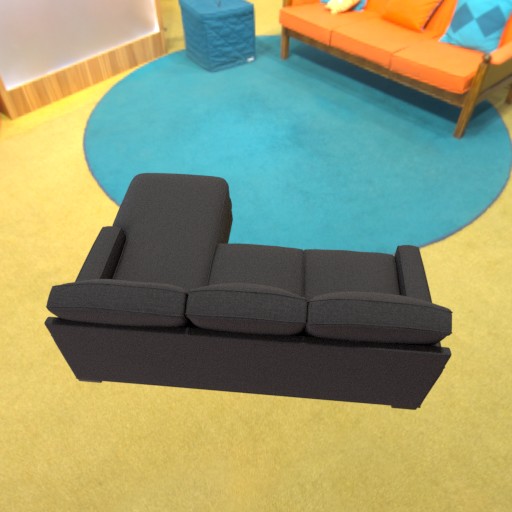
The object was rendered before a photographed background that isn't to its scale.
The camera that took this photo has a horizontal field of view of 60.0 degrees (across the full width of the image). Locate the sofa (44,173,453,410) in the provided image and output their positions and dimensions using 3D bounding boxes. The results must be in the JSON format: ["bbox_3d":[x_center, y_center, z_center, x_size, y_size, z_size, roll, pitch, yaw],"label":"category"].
[{"bbox_3d":[0.000,0.000,3.317,2.370,0.973,1.790,4,47,4],"label":"sofa"}]
